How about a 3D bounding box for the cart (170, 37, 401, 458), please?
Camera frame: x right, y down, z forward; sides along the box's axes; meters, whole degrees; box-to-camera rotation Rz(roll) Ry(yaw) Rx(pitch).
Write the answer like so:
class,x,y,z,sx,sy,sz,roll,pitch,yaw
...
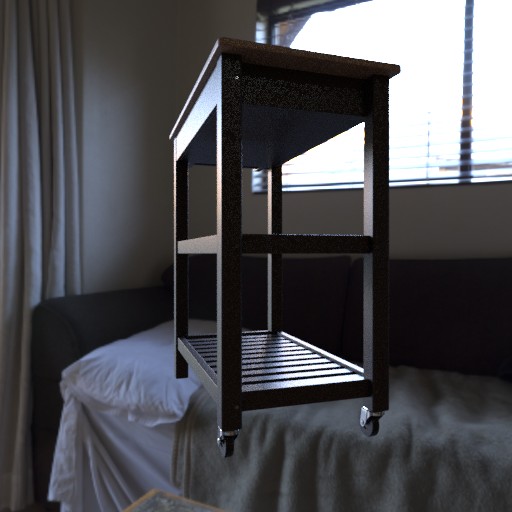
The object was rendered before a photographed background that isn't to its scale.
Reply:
class,x,y,z,sx,sy,sz,roll,pitch,yaw
cart,0.000,0.000,1.429,0.457,0.927,0.899,0,0,-18
